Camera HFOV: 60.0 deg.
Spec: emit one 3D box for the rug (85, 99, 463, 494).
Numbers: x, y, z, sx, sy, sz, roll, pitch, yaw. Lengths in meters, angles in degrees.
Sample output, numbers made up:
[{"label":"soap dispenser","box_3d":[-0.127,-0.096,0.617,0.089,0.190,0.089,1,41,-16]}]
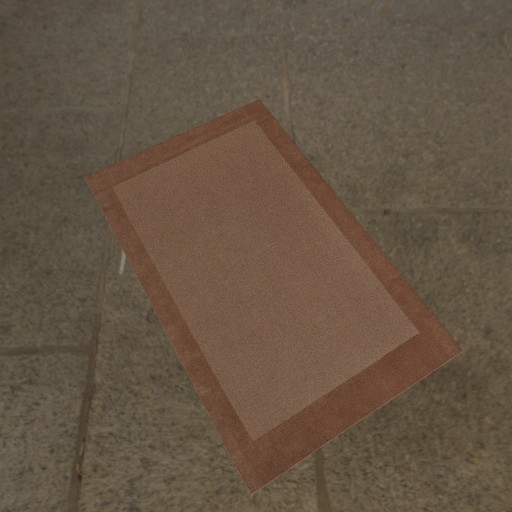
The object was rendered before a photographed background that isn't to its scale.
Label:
[{"label":"rug","box_3d":[0.000,0.000,3.023,1.524,0.014,2.438,-28,67,-13]}]
